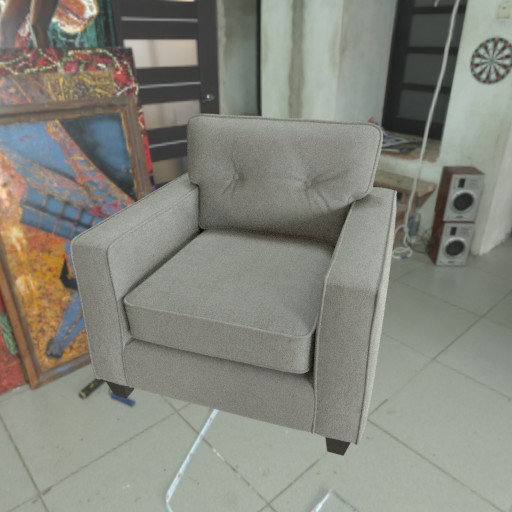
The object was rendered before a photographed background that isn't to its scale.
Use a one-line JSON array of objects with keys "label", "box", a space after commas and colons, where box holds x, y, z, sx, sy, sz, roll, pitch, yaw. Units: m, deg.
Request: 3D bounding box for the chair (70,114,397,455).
[{"label": "chair", "box": [0.000, 0.000, 1.744, 1.015, 0.965, 0.939, 8, 27, 16]}]
